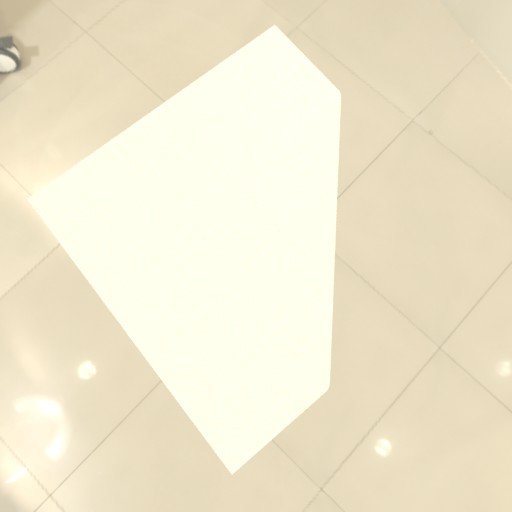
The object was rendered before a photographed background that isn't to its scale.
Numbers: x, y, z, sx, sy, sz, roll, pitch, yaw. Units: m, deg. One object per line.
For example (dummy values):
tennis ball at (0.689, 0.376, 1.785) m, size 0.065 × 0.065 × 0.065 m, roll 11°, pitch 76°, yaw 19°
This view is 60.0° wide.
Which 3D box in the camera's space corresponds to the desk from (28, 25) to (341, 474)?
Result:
desk at (0.000, 0.000, 1.651) m, size 0.926 × 0.818 × 0.940 m, roll -39°, pitch 79°, yaw -9°
